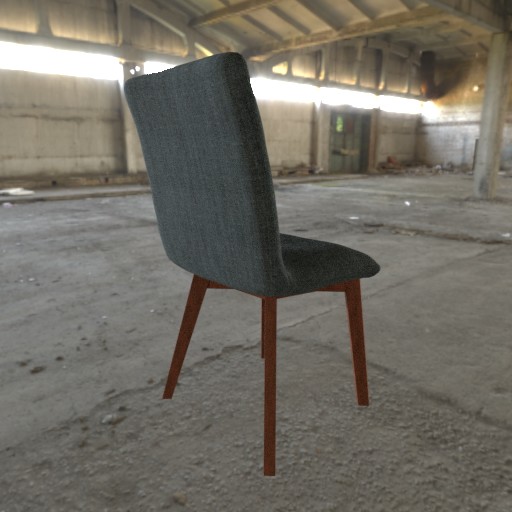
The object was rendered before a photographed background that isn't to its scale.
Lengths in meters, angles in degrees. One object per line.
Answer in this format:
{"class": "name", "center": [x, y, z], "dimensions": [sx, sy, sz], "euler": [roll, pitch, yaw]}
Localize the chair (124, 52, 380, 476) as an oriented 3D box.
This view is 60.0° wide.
{"class": "chair", "center": [0.000, 0.000, 1.283], "dimensions": [0.563, 0.974, 0.522], "euler": [-12, 18, -42]}
